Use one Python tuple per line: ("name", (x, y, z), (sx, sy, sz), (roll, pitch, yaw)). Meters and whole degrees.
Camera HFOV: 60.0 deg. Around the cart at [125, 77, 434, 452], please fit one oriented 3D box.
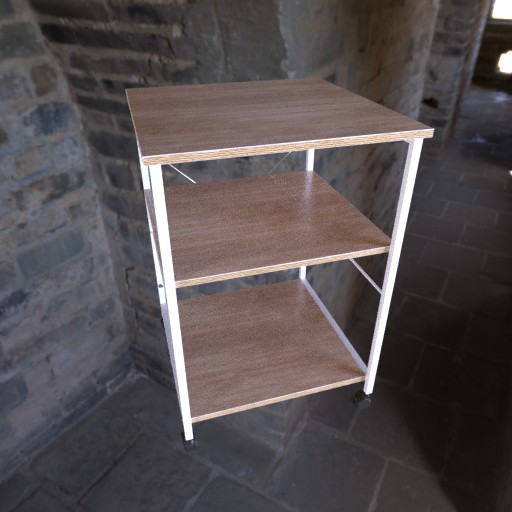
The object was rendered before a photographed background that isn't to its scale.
("cart", (0.000, 0.000, 1.155), (0.521, 0.762, 0.520), (-9, 33, -14))
